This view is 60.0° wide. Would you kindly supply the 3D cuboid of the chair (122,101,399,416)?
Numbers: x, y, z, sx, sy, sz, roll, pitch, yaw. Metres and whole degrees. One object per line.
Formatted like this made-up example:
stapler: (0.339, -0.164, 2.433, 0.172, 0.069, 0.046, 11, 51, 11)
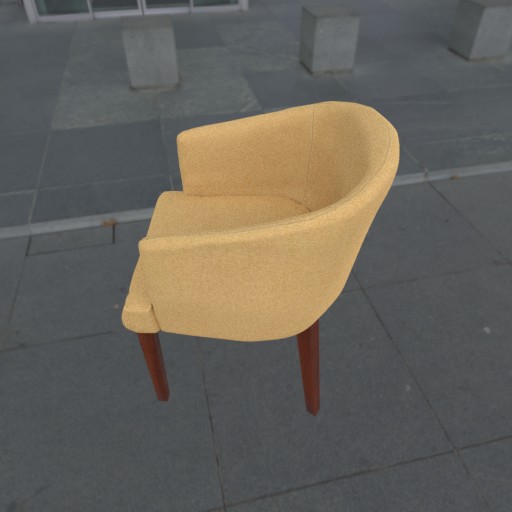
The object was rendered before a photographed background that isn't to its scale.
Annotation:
chair: (0.000, 0.000, 1.294, 0.655, 0.811, 0.583, 1, 42, 1)
